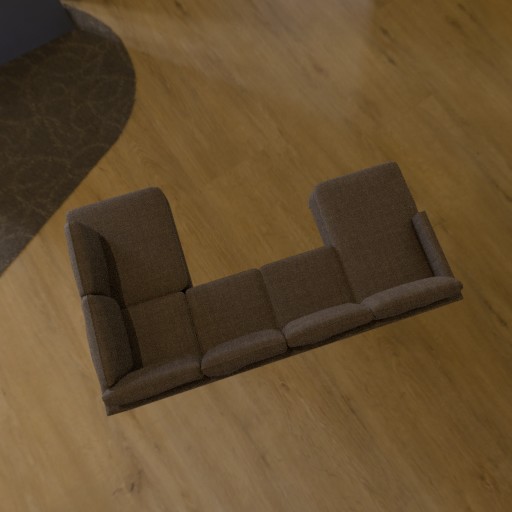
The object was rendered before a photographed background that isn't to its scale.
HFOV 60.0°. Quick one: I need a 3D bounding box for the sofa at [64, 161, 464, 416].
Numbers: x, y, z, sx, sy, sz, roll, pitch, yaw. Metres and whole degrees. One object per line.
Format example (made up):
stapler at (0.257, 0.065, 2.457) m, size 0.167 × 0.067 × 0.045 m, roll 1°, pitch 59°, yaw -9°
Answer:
sofa at (0.000, 0.000, 4.392) m, size 3.423 × 0.999 × 2.048 m, roll -17°, pitch 76°, yaw -4°
